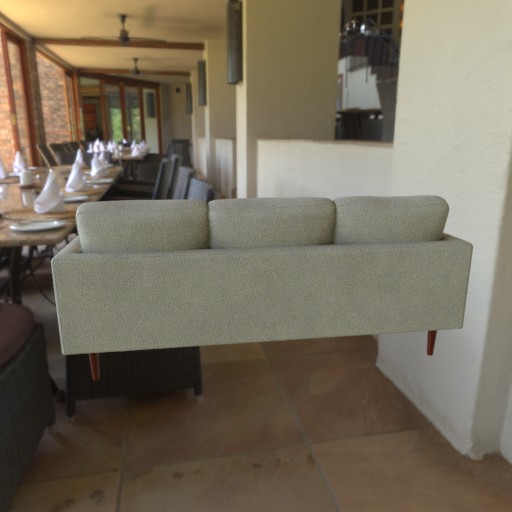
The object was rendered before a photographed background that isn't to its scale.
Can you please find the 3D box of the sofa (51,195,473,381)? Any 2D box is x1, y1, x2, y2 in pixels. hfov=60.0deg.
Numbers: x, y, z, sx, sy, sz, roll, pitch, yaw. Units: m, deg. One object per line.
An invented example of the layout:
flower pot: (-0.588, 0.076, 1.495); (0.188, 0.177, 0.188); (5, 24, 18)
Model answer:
sofa: (0.000, 0.000, 3.053); (2.233, 0.956, 1.504); (-2, 15, -8)
